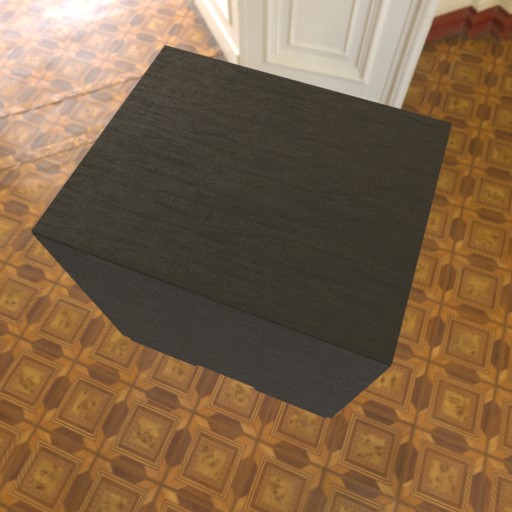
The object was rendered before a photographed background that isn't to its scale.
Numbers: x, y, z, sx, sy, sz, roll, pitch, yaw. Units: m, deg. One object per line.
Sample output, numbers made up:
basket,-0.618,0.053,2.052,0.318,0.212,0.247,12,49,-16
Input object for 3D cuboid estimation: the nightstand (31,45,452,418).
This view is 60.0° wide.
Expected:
nightstand,0.000,0.000,0.750,0.427,0.448,0.347,19,64,10
